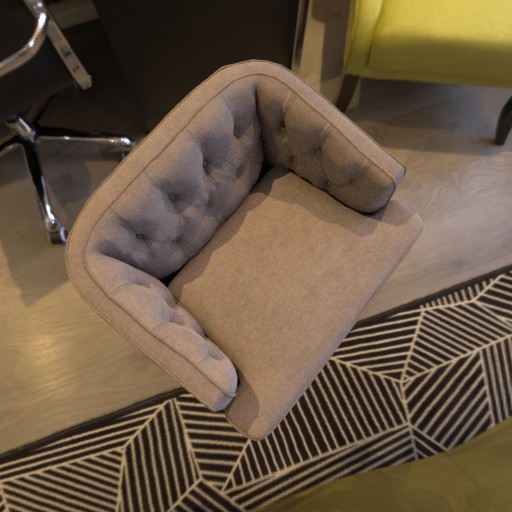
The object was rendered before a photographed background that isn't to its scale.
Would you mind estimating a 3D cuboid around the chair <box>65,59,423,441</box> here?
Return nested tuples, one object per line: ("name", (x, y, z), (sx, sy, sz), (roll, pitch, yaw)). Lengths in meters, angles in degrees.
("chair", (0.000, 0.000, 1.776), (0.941, 0.852, 1.104), (38, 78, 9))
